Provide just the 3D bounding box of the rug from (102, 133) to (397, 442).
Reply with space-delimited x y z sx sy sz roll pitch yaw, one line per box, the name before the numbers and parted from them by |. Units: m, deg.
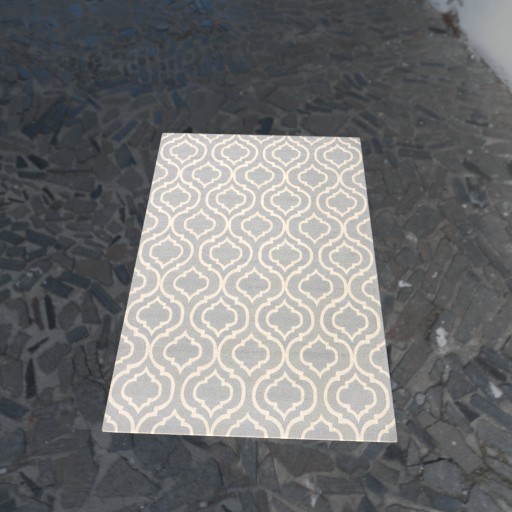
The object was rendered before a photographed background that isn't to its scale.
rug | 0.000 0.000 2.713 1.451 0.010 2.080 2 58 1
